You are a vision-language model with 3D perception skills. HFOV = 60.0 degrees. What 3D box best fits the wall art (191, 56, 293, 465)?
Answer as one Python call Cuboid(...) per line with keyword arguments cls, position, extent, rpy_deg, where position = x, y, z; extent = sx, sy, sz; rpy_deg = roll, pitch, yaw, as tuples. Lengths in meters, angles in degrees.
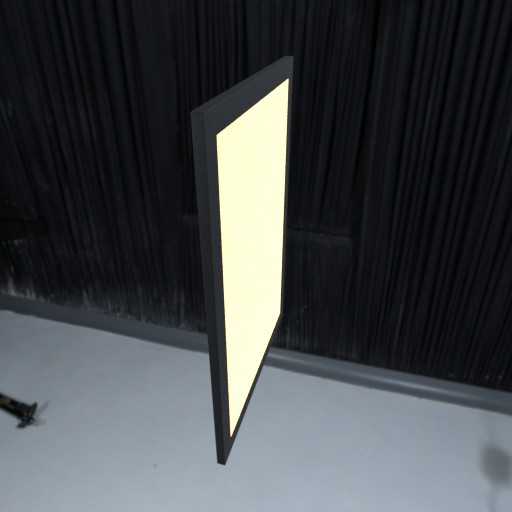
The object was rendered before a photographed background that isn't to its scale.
Cuboid(cls="wall art", position=(0.000, 0.000, 0.602), extent=(0.011, 0.459, 0.326), rpy_deg=(9, 33, 14))
